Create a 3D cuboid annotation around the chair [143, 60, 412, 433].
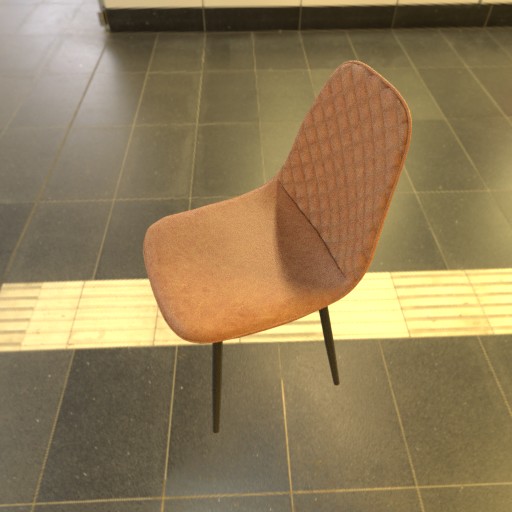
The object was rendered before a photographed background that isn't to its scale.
[{"bbox_3d":[0.000,0.000,1.170,0.561,0.889,0.472,-17,50,-14],"label":"chair"}]
